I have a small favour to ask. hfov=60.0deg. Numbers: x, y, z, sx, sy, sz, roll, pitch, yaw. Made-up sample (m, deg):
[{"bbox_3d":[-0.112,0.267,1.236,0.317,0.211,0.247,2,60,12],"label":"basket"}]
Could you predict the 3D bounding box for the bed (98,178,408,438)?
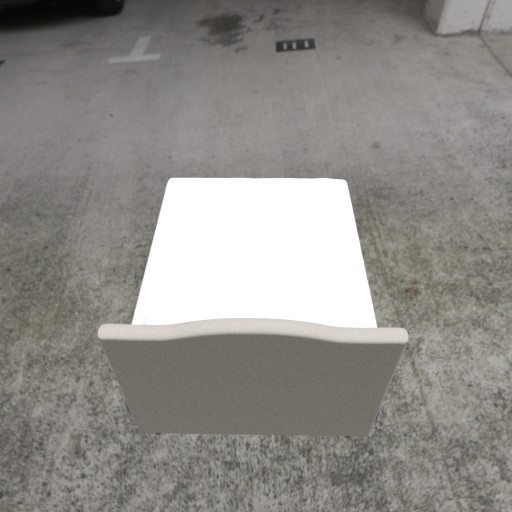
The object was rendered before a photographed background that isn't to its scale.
[{"bbox_3d":[0.000,0.000,3.705,1.977,1.437,2.477,1,46,1],"label":"bed"}]
